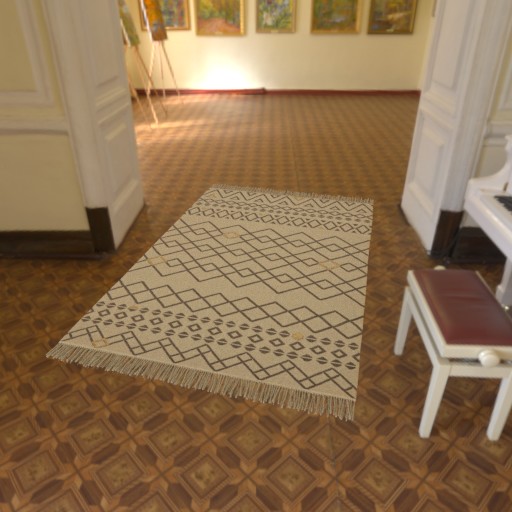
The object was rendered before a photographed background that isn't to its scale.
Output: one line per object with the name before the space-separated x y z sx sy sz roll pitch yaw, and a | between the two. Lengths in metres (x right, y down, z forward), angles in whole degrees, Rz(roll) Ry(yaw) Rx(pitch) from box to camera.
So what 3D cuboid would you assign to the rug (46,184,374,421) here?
rug | 0.000 0.000 3.029 1.495 0.035 2.472 8 31 13
